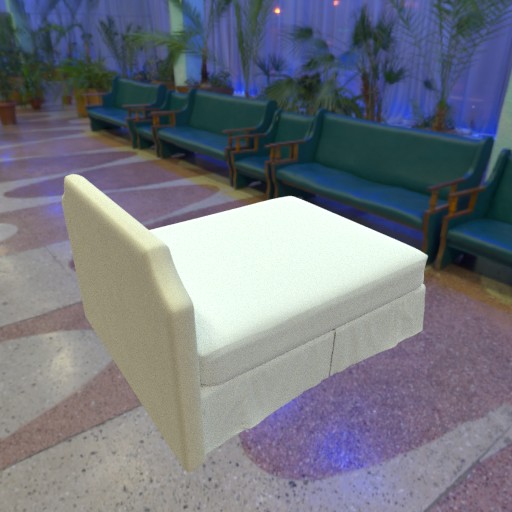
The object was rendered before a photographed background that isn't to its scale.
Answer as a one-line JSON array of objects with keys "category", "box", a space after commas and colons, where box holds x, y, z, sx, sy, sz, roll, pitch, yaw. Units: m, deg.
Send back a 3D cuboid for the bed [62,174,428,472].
[{"category": "bed", "box": [0.000, 0.000, 3.319, 2.209, 1.296, 1.827, -18, 32, -31]}]
